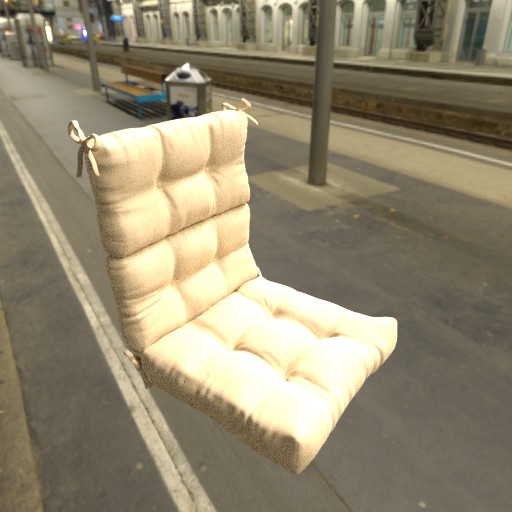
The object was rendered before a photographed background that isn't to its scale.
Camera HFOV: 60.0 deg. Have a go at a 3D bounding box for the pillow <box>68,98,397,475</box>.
[{"bbox_3d":[0.000,0.000,1.001,0.571,0.605,0.519,19,33,33],"label":"pillow"}]
